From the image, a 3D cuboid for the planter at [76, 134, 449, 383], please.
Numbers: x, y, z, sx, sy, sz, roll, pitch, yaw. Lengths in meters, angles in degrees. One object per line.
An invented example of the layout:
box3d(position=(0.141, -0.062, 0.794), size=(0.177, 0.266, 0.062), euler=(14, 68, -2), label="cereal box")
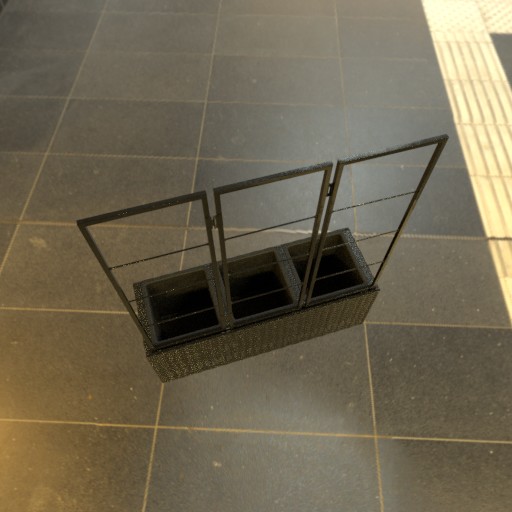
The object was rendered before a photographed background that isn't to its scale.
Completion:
box3d(position=(0.000, 0.000, 1.167), size=(0.698, 0.841, 0.244), euler=(-15, 59, -9), label="planter")
